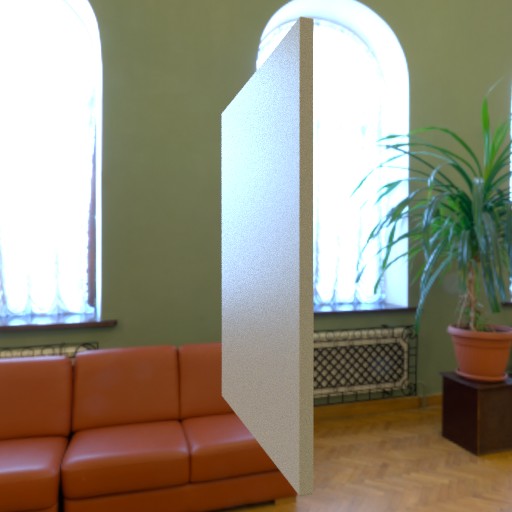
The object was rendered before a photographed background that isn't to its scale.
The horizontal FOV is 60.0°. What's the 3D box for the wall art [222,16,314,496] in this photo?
[{"bbox_3d":[0.000,0.000,1.017,0.026,0.813,0.556,0,1,-18],"label":"wall art"}]
